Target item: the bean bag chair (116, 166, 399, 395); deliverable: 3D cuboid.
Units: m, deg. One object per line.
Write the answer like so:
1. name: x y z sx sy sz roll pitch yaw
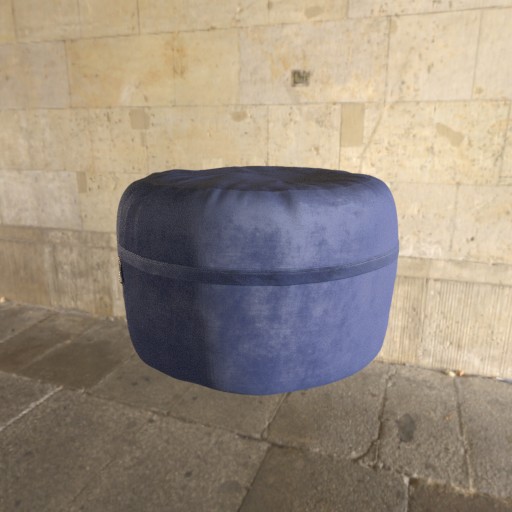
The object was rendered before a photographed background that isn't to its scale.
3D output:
1. bean bag chair: 0.000 0.000 2.015 1.219 0.762 1.219 0 15 0
